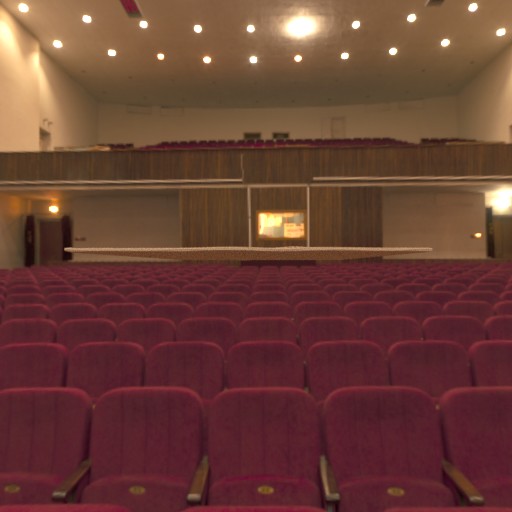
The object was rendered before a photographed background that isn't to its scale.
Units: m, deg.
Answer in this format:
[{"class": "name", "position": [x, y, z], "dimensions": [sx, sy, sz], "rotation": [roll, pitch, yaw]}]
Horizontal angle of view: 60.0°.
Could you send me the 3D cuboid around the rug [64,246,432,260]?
[{"class": "rug", "position": [0.000, 0.000, 3.035], "dimensions": [1.521, 0.034, 2.438], "rotation": [0, -1, 2]}]
